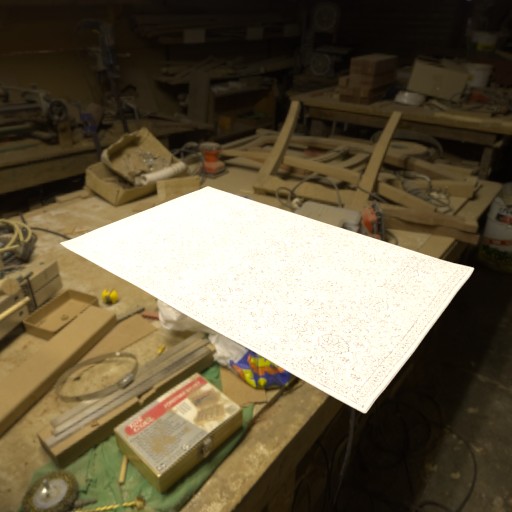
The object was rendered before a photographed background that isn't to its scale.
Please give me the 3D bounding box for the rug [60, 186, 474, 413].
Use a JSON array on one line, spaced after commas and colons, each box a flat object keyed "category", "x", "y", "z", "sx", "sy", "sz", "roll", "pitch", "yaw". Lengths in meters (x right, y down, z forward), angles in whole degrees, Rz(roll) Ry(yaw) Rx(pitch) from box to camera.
[{"category": "rug", "x": 0.000, "y": 0.000, "z": 3.039, "sx": 2.434, "sy": 0.023, "sz": 1.518, "roll": 22, "pitch": 36, "yaw": 33}]
